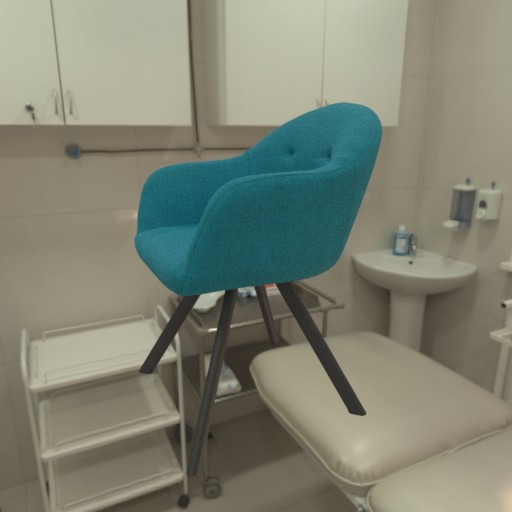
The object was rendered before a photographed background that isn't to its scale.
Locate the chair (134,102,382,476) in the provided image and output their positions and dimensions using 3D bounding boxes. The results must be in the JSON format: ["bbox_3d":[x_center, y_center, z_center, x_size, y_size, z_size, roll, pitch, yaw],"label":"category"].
[{"bbox_3d":[0.000,0.000,1.160,0.565,0.775,0.545,-8,18,-25],"label":"chair"}]
